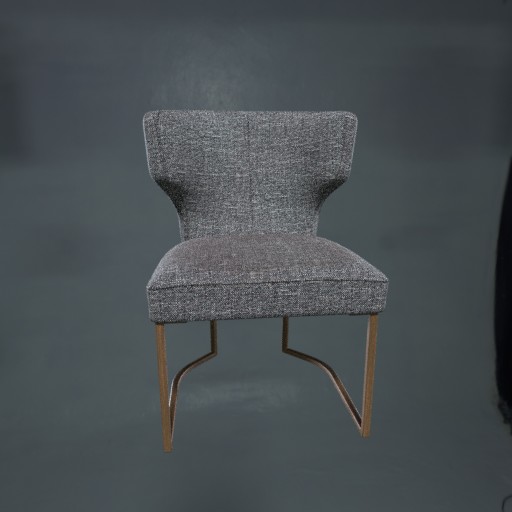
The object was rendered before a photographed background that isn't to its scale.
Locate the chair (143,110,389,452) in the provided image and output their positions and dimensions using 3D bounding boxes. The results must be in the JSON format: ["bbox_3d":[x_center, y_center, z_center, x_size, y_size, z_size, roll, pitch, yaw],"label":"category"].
[{"bbox_3d":[0.000,0.000,1.280,0.611,0.824,0.617,-2,15,-6],"label":"chair"}]
